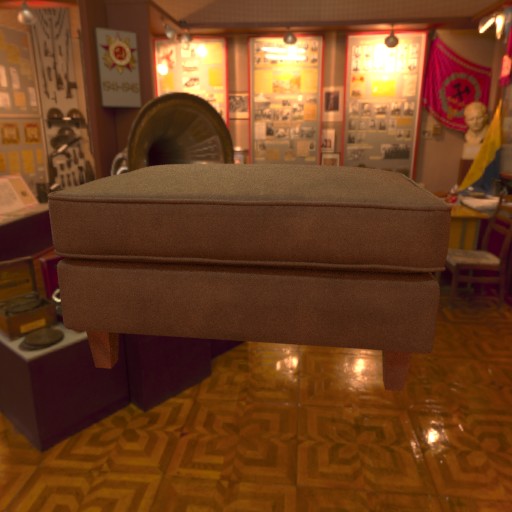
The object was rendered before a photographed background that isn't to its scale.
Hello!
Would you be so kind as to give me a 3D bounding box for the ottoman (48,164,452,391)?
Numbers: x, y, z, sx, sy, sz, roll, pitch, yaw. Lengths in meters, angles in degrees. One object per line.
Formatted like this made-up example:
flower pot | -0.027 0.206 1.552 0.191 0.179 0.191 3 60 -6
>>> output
ottoman | 0.000 0.000 1.213 0.860 0.481 0.596 2 17 8
